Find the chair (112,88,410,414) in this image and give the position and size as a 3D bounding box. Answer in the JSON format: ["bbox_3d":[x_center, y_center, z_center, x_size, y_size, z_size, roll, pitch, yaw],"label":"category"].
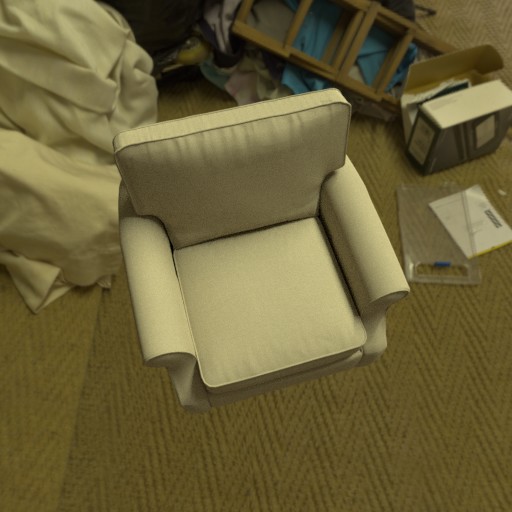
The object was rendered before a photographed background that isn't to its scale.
[{"bbox_3d":[0.000,0.000,1.823,1.029,0.967,0.966,-14,63,-7],"label":"chair"}]
